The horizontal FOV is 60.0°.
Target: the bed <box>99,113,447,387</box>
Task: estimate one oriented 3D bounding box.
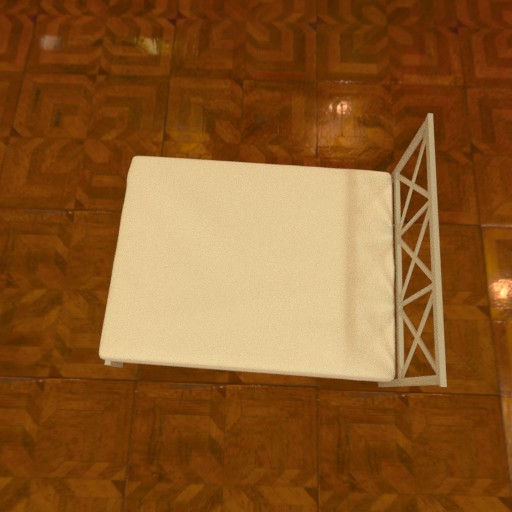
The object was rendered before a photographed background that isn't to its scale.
[{"bbox_3d":[0.000,0.000,3.196,2.135,1.253,1.673,4,73,1],"label":"bed"}]
